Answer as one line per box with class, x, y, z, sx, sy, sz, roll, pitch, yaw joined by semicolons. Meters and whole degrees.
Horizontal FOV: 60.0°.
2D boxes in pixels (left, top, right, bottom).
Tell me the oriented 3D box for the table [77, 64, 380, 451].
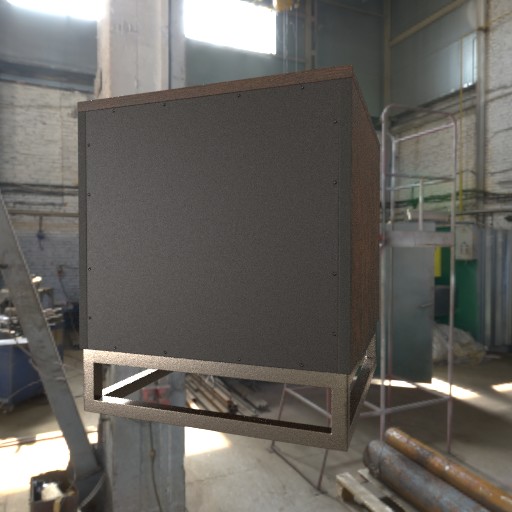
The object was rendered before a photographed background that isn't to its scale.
table;0.000;0.000;1.012;0.506;0.582;0.566;0;1;20
